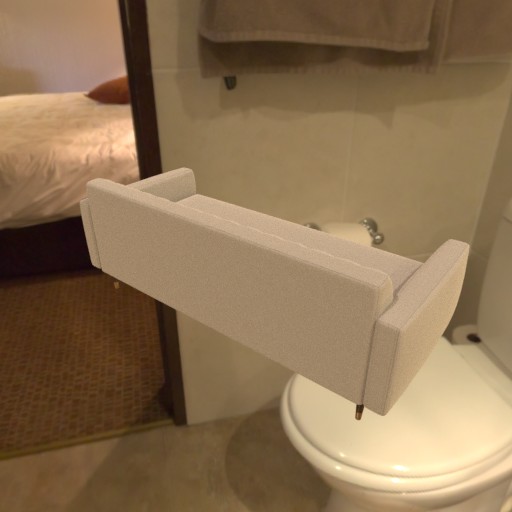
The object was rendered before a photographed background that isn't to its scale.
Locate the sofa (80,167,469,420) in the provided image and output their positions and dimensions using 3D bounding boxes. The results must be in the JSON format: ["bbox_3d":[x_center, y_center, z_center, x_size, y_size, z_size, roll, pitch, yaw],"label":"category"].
[{"bbox_3d":[0.000,0.000,2.780,2.291,0.821,0.990,21,35,33],"label":"sofa"}]
